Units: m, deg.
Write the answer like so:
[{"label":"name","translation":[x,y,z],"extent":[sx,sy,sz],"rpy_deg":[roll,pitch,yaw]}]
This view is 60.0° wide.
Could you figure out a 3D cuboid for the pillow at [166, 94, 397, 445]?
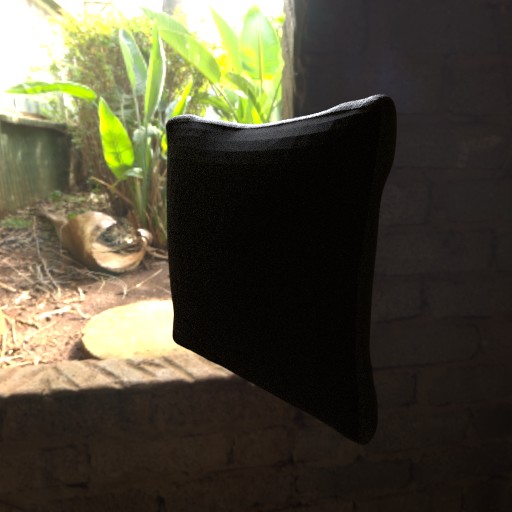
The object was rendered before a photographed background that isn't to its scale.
[{"label":"pillow","translation":[0.000,0.000,0.813],"extent":[0.210,0.523,0.533],"rpy_deg":[-13,19,-43]}]
